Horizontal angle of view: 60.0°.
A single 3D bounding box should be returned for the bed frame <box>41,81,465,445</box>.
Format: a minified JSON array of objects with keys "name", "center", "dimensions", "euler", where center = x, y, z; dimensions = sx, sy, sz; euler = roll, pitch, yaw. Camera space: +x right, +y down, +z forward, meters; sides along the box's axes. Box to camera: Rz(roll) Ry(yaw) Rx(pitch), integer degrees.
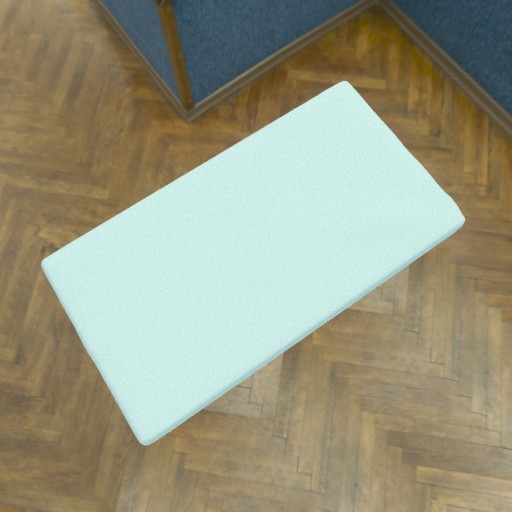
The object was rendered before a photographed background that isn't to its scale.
[{"name":"bed frame","center":[0.000,0.000,2.434],"dimensions":[1.908,0.640,1.025],"euler":[-33,76,-9]}]
